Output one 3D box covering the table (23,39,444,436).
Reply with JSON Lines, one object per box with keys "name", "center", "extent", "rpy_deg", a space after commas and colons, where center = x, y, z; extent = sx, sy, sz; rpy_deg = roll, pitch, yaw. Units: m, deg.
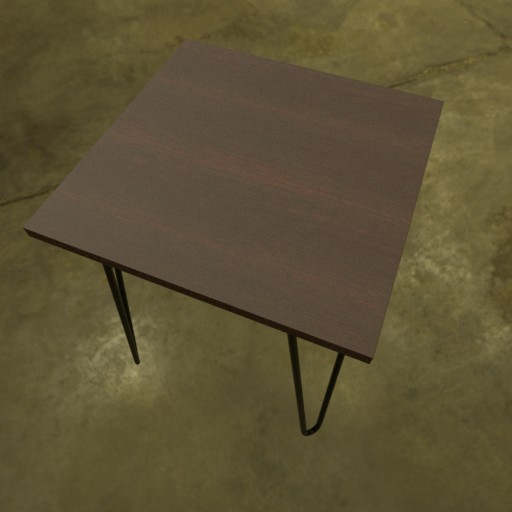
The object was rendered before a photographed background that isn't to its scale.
{"name": "table", "center": [0.000, 0.000, 0.921], "extent": [0.495, 0.559, 0.495], "rpy_deg": [19, 59, 12]}
